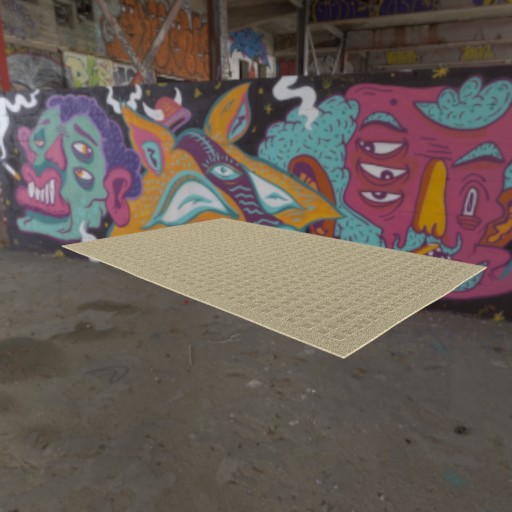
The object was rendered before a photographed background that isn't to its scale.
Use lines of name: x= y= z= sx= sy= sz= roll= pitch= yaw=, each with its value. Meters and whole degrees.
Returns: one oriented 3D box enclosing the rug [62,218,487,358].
rug: x=0.000 y=0.000 z=2.145 sx=1.747 sy=0.006 sz=1.143 roll=14 pitch=21 yaw=42
